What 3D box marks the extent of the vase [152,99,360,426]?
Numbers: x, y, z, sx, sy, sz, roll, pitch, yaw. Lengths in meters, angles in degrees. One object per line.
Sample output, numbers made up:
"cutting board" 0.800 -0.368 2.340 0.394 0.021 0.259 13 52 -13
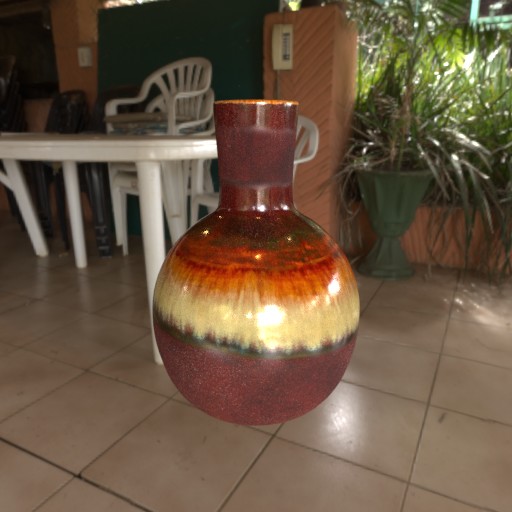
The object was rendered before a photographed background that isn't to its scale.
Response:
"vase" 0.000 0.000 0.235 0.111 0.154 0.111 0 16 0
